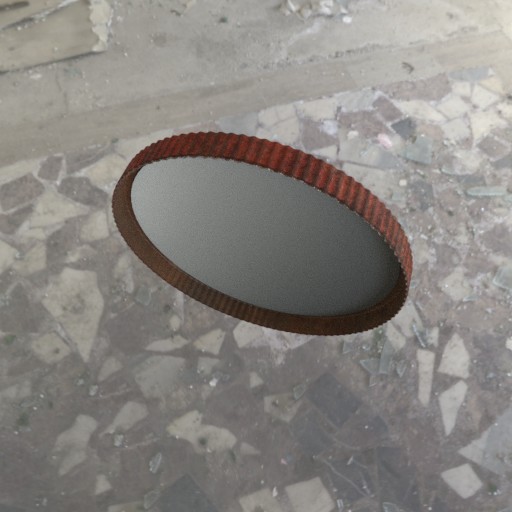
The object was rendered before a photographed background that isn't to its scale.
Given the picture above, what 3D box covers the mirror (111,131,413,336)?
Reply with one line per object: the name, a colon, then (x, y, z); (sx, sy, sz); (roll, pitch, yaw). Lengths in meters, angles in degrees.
mirror: (0.000, 0.000, 0.914); (0.609, 0.609, 0.056); (16, 60, 9)
